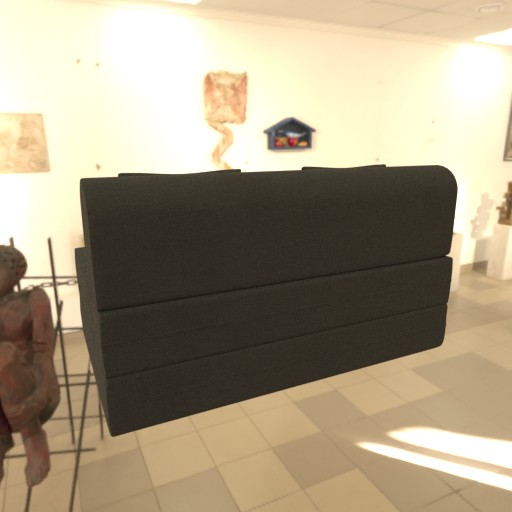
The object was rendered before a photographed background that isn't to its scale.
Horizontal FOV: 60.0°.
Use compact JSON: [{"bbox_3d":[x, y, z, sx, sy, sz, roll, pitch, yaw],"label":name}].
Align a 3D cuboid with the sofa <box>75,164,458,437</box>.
[{"bbox_3d":[0.000,0.000,1.665,1.225,0.670,0.762,-7,17,-25],"label":"sofa"}]
